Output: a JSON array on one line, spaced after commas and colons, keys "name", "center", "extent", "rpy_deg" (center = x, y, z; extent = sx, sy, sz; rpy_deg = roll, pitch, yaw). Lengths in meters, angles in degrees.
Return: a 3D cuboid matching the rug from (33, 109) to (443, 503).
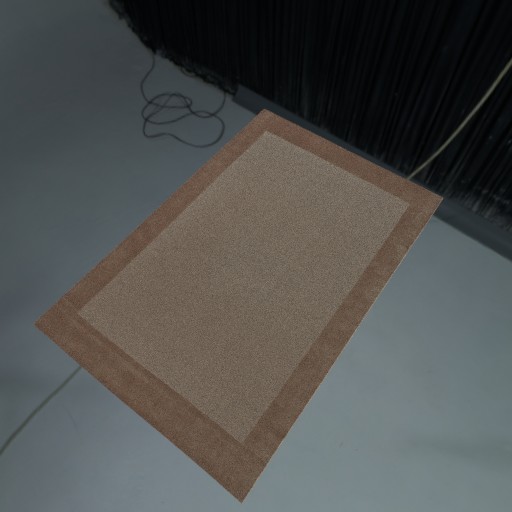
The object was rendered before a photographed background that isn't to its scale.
[{"name": "rug", "center": [0.000, 0.000, 2.247], "extent": [1.219, 0.014, 1.829], "rpy_deg": [32, 64, 18]}]
